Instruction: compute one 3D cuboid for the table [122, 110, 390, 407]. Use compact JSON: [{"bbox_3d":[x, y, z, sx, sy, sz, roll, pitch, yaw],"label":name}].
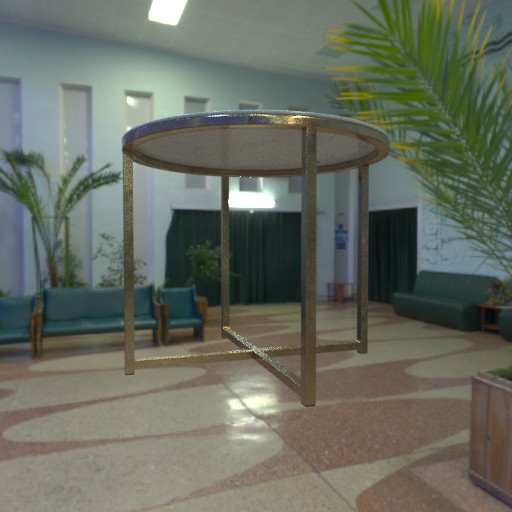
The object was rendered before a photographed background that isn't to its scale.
[{"bbox_3d":[0.000,0.000,0.868,0.500,0.420,0.500,0,2,0],"label":"table"}]
